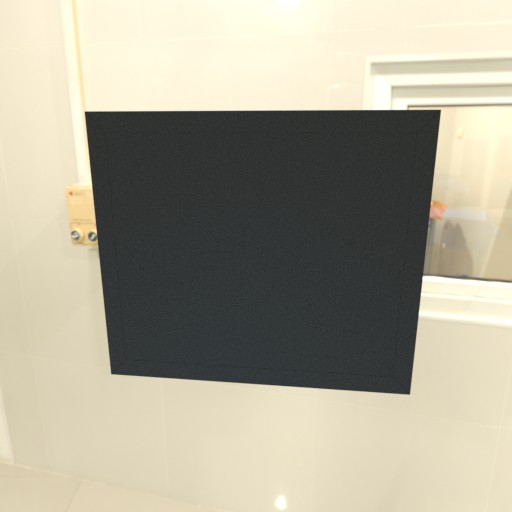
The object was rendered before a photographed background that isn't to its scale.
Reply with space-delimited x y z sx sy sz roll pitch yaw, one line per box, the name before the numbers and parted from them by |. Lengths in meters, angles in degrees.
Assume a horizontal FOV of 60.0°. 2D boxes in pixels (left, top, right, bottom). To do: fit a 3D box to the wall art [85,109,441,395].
wall art | 0.000 0.000 0.530 0.381 0.330 0.029 2 16 7
